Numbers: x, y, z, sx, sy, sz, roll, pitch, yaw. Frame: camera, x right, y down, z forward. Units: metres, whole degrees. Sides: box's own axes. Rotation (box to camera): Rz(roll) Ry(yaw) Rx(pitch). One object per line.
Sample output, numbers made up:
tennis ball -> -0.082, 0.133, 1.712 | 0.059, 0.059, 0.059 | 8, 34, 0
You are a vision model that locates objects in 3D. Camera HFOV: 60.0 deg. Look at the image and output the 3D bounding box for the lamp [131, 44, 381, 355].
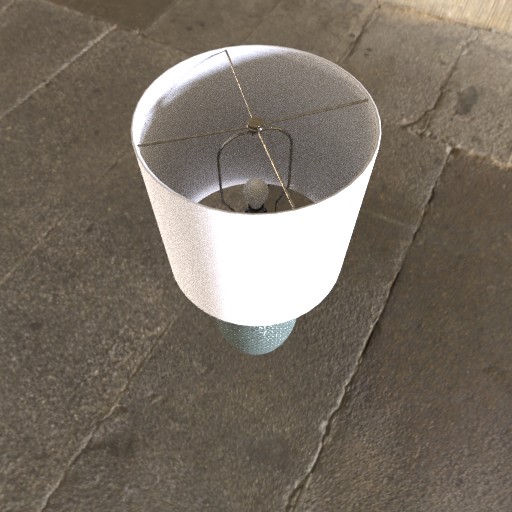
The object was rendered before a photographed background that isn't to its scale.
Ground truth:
lamp -> 0.000, 0.000, 0.579 | 0.217, 0.453, 0.217 | -14, 59, -9
